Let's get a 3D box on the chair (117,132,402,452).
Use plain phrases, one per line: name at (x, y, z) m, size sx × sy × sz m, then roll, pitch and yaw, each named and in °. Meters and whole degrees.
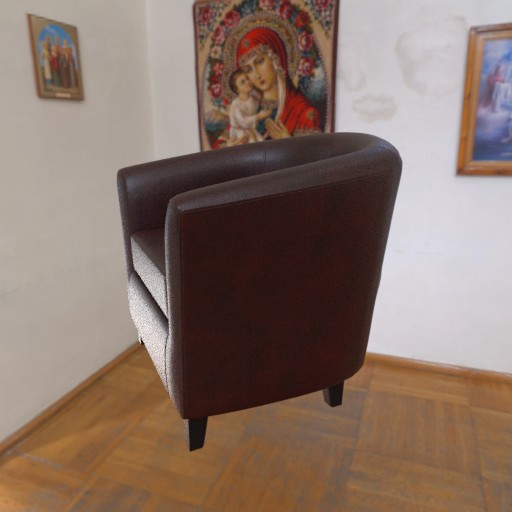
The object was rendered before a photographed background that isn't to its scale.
chair at (0.000, 0.000, 1.409) m, size 0.727 × 0.756 × 0.792 m, roll -7°, pitch 18°, yaw -24°
